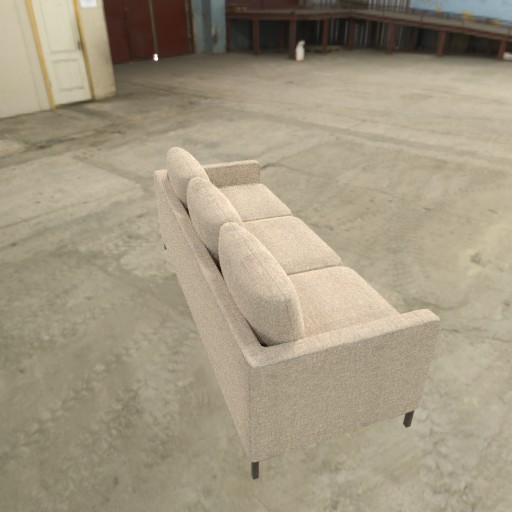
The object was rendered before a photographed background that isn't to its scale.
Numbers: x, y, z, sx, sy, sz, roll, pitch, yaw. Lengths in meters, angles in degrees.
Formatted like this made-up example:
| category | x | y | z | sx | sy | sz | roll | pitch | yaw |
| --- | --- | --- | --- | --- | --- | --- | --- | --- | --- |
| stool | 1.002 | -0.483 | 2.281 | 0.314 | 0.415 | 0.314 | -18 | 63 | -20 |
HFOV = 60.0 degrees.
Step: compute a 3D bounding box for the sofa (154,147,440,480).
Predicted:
| category | x | y | z | sx | sy | sz | roll | pitch | yaw |
| --- | --- | --- | --- | --- | --- | --- | --- | --- | --- |
| sofa | 0.000 | 0.000 | 2.685 | 0.859 | 0.874 | 2.218 | -10 | 32 | -17 |
